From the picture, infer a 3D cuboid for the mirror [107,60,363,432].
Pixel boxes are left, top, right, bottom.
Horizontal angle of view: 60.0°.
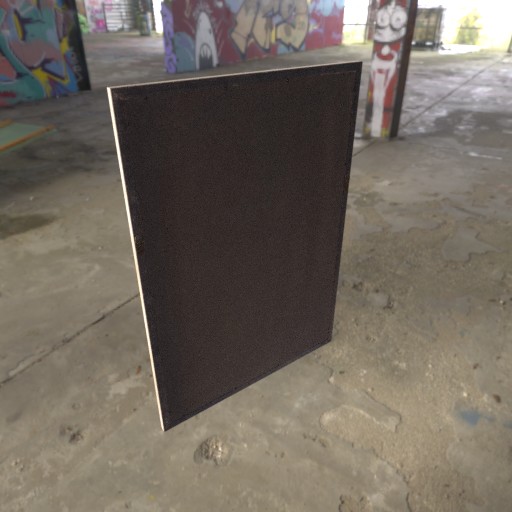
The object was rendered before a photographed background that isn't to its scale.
[{"bbox_3d":[0.000,0.000,1.287,0.705,0.996,0.025,-20,36,-30],"label":"mirror"}]
